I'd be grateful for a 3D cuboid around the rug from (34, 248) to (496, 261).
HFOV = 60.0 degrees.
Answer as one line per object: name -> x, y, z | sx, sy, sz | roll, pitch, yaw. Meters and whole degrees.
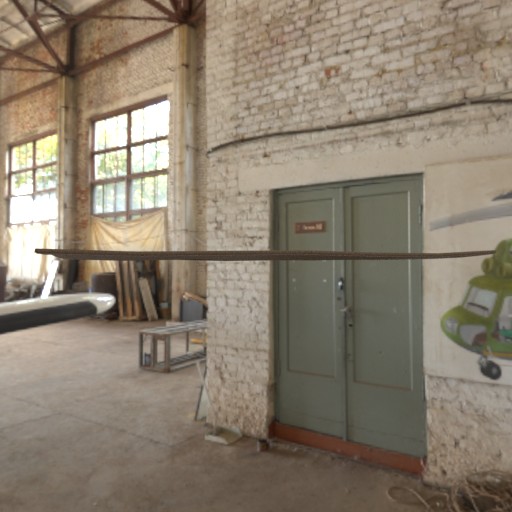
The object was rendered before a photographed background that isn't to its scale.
rug -> 0.000, 0.000, 2.917 | 2.430, 0.053, 1.553 | 0, -1, -19
